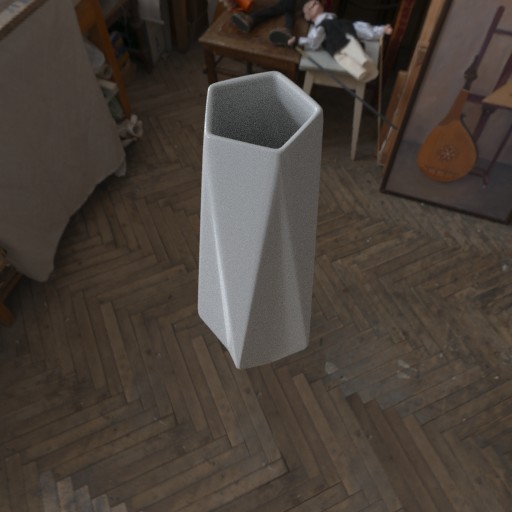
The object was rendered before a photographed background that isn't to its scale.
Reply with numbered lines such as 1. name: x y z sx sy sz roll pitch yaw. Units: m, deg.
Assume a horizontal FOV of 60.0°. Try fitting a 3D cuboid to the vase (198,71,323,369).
1. vase: 0.000 0.000 0.389 0.122 0.329 0.116 -16 60 -9
